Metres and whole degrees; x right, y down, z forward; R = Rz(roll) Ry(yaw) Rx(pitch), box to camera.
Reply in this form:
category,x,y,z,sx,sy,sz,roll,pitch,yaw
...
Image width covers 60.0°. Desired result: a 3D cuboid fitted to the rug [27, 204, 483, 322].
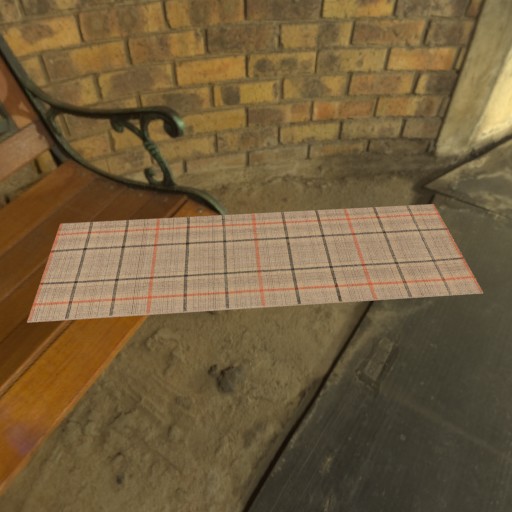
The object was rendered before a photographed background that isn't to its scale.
category,x,y,z,sx,sy,sz,roll,pitch,yaw
rug,0.000,0.000,2.627,2.439,0.008,0.762,-3,46,-3
